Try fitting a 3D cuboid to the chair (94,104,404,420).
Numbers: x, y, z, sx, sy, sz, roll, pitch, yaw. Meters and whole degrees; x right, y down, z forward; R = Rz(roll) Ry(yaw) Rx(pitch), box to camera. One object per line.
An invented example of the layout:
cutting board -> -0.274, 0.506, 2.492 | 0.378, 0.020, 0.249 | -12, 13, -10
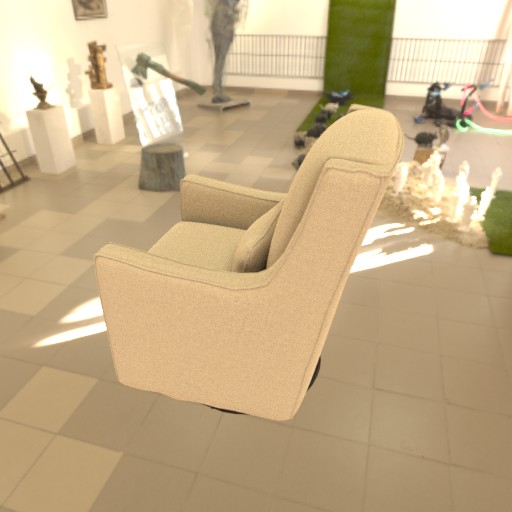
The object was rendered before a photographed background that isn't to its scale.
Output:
chair -> 0.000, 0.000, 1.599 | 0.879, 0.993, 0.732 | 8, 32, 13
